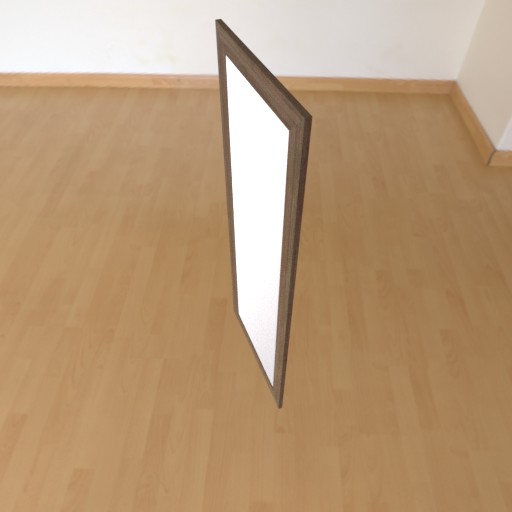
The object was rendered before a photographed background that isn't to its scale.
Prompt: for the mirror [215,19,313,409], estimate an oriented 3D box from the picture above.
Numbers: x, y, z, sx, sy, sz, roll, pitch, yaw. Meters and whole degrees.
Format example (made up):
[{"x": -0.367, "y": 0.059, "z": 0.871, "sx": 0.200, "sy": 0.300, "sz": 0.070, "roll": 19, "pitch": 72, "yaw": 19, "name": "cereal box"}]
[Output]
[{"x": 0.000, "y": 0.000, "z": 2.299, "sx": 0.025, "sy": 2.032, "sz": 0.812, "roll": -17, "pitch": 50, "yaw": -15, "name": "mirror"}]
